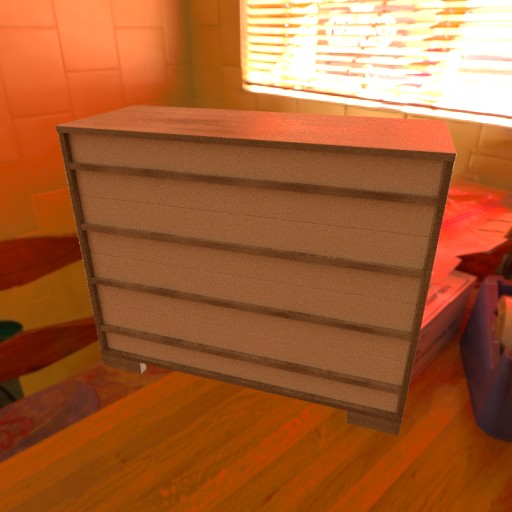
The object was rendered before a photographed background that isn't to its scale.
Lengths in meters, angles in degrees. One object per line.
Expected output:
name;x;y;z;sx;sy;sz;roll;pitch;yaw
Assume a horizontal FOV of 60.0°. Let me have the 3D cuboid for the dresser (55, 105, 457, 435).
dresser;0.000;0.000;1.398;0.994;0.816;0.404;8;28;16
